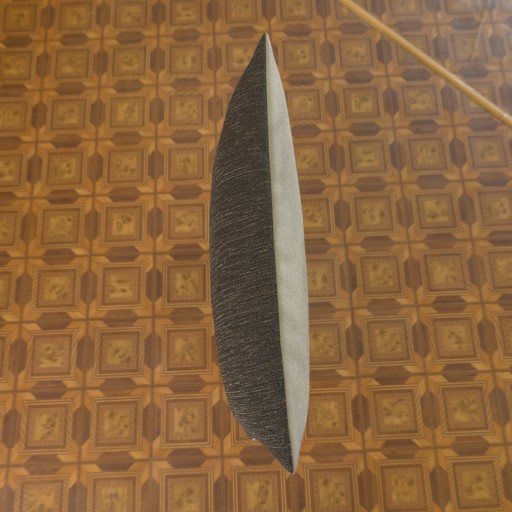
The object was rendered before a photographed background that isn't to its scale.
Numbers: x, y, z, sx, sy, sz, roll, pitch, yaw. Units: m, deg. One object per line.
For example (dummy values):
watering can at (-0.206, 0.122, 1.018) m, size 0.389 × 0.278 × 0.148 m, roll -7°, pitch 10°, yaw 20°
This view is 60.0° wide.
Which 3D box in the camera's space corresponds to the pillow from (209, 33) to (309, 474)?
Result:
pillow at (0.000, 0.000, 0.731) m, size 0.156 × 0.305 × 0.608 m, roll -3°, pitch 76°, yaw -1°
